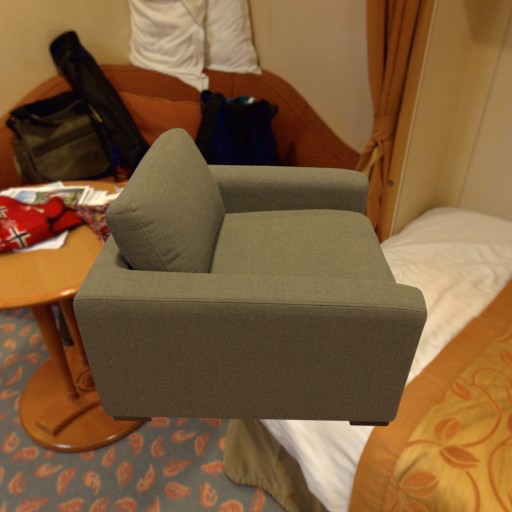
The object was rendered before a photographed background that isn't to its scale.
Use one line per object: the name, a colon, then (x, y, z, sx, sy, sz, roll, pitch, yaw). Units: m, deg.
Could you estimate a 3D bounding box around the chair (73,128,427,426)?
chair: (0.000, 0.000, 1.862, 1.100, 0.847, 1.070, 1, 33, 1)
